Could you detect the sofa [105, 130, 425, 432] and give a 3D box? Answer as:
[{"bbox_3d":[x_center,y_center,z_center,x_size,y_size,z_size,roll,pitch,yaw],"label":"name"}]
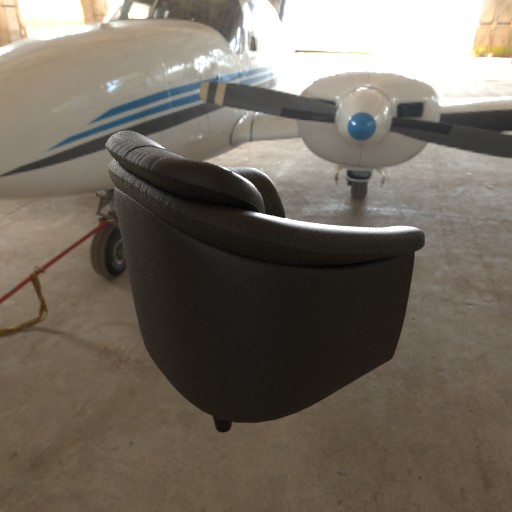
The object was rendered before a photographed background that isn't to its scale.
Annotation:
[{"bbox_3d":[0.000,0.000,1.453,0.794,0.811,0.870,-18,32,-32],"label":"sofa"}]
